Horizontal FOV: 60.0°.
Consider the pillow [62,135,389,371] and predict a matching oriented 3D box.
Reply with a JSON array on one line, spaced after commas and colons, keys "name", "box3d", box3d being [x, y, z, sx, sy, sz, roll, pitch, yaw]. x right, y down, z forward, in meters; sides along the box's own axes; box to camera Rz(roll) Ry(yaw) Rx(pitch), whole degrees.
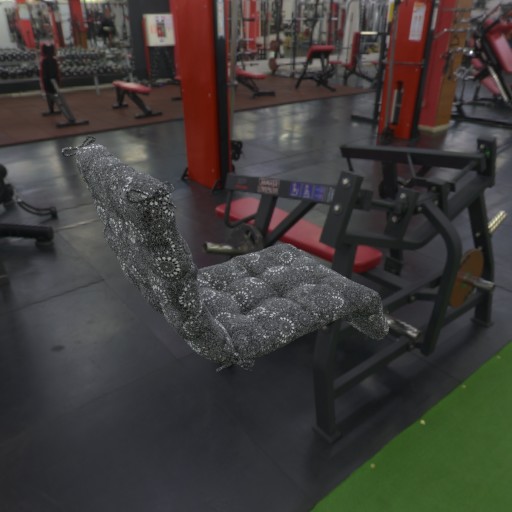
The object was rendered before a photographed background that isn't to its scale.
[{"name": "pillow", "box3d": [0.000, 0.000, 1.534, 1.016, 0.863, 0.526, -19, 34, -31]}]
